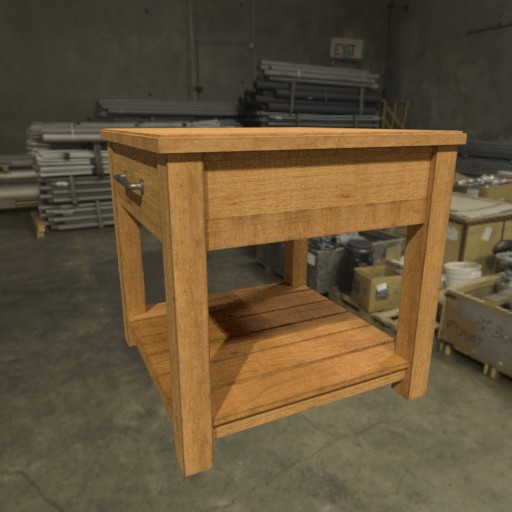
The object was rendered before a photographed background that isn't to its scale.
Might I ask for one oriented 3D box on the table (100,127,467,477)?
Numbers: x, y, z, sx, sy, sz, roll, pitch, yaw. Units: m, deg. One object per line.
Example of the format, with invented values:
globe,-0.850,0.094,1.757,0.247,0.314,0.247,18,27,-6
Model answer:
table,0.000,0.000,1.082,0.612,0.593,0.616,-8,19,-25
